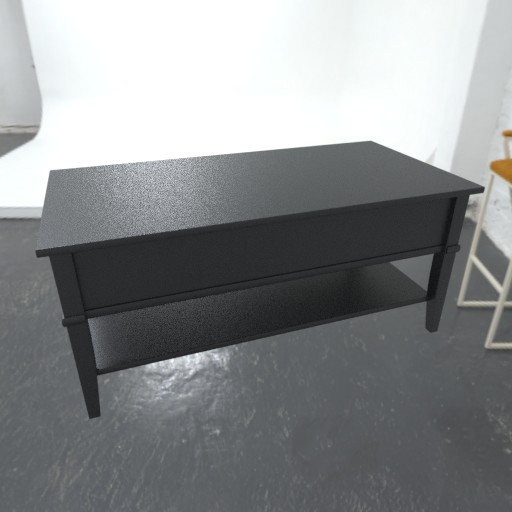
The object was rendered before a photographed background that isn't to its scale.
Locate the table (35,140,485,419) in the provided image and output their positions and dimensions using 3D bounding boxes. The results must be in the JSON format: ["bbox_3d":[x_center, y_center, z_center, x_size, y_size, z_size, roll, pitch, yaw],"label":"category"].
[{"bbox_3d":[0.000,0.000,1.292,1.044,0.470,0.523,-9,29,-17],"label":"table"}]
